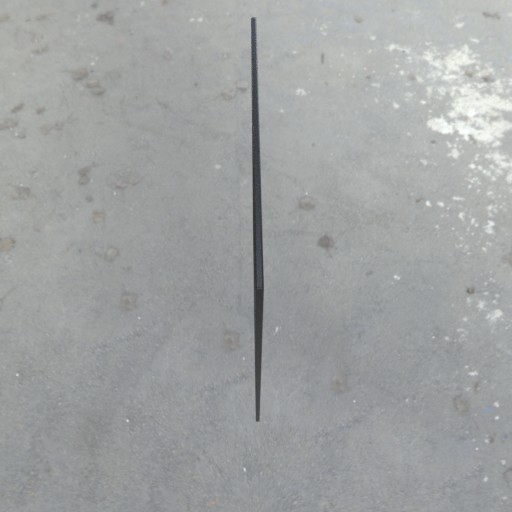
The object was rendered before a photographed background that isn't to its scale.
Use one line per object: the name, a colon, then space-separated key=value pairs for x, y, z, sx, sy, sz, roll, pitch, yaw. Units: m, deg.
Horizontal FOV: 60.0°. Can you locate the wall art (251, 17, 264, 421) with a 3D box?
wall art: x=0.000 y=0.000 z=1.257 sx=0.013 sy=0.967 sz=0.707 roll=-1 pitch=58 yaw=0
